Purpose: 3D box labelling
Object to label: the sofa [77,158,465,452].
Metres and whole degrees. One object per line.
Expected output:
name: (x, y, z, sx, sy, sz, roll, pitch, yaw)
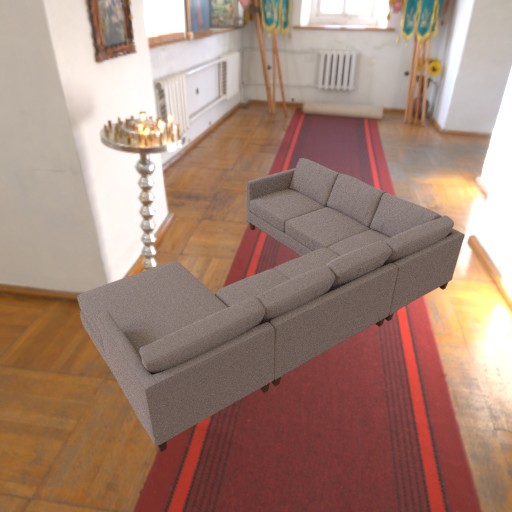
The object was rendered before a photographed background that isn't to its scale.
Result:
sofa: (0.000, 0.000, 4.539, 3.438, 0.865, 2.424, -21, 37, -30)
